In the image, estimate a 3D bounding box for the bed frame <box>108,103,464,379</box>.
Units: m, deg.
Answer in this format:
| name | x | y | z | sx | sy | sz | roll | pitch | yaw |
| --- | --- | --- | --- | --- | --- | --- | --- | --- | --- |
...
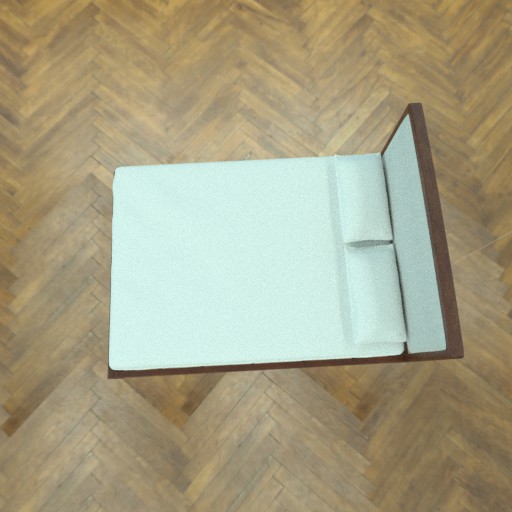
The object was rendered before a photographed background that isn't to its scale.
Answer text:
| name | x | y | z | sx | sy | sz | roll | pitch | yaw |
| --- | --- | --- | --- | --- | --- | --- | --- | --- | --- |
| bed frame | 0.000 | 0.000 | 3.169 | 2.171 | 1.279 | 1.587 | -3 | 75 | -1 |
